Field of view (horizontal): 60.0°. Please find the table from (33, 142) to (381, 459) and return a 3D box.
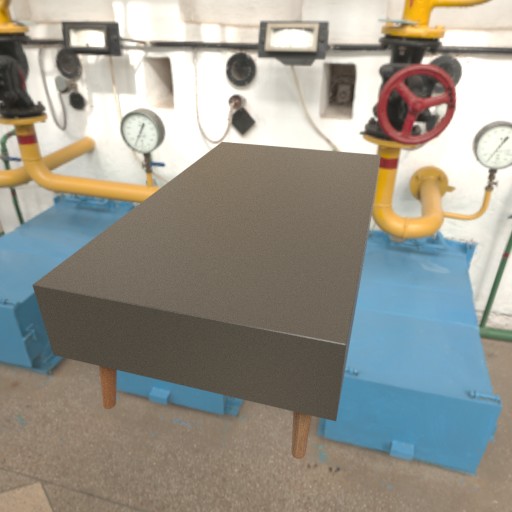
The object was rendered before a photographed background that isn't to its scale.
[{"bbox_3d":[0.000,0.000,1.496,0.703,0.404,1.201,8,31,14],"label":"table"}]
